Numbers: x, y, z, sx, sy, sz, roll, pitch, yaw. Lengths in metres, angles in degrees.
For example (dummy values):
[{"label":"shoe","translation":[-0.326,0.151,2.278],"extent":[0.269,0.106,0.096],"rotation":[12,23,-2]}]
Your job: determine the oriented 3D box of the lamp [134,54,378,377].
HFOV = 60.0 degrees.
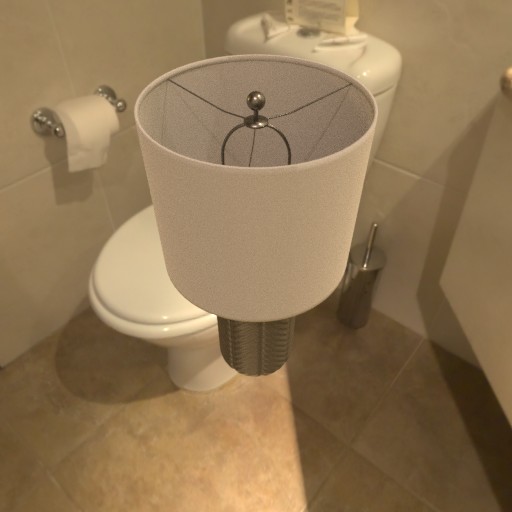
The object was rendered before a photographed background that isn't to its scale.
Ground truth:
[{"label":"lamp","translation":[0.000,0.000,0.508],"extent":[0.203,0.389,0.203],"rotation":[2,45,2]}]
